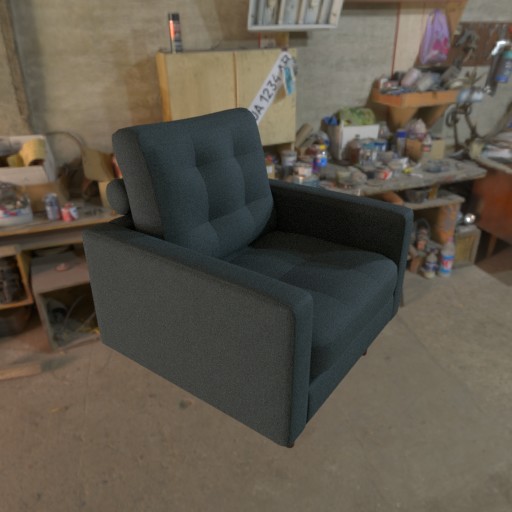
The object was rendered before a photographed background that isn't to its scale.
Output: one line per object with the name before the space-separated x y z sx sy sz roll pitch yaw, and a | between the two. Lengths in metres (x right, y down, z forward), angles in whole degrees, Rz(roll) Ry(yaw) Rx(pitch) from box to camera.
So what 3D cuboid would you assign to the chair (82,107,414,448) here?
chair | 0.000 0.000 1.521 0.843 0.880 0.821 18 31 32
